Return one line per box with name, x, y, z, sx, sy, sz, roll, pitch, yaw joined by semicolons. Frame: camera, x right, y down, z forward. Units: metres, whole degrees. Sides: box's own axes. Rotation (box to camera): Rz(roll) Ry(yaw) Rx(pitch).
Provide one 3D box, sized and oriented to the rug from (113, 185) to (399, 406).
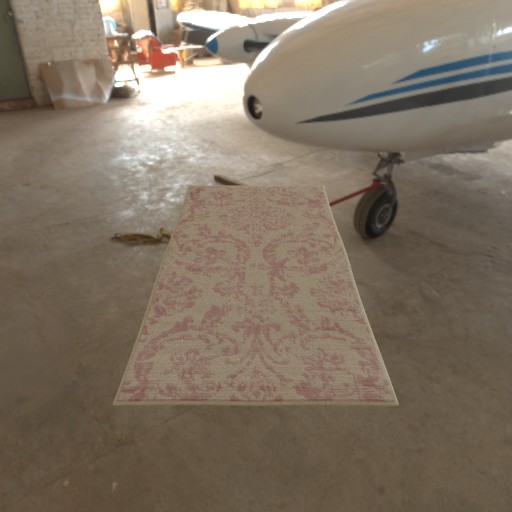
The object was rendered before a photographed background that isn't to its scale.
rug;0.000;0.000;1.455;0.604;0.007;1.219;0;31;0
